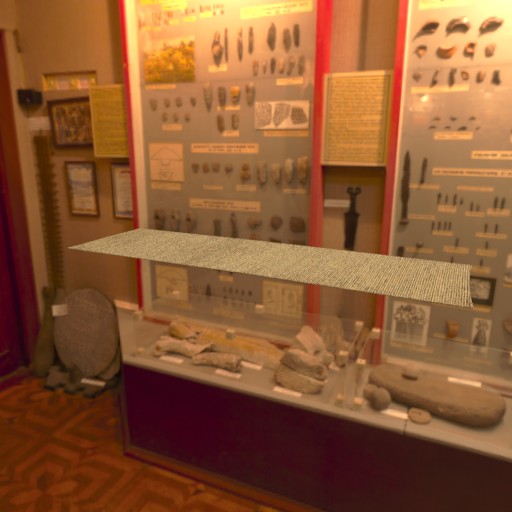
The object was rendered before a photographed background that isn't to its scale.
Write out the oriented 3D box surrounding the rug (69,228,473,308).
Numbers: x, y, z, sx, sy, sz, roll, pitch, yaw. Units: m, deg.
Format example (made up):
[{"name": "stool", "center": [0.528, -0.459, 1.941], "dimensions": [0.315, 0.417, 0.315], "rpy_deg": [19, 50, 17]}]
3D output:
[{"name": "rug", "center": [0.000, 0.000, 2.626], "dimensions": [2.335, 0.013, 0.697], "rpy_deg": [7, 17, 25]}]
